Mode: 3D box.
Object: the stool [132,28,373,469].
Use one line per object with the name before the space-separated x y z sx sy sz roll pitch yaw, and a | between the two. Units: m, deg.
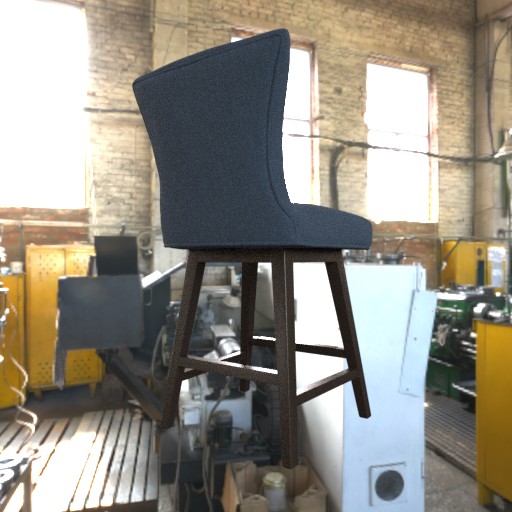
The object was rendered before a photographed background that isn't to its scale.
stool | 0.000 0.000 1.299 0.514 1.000 0.574 0 0 35
